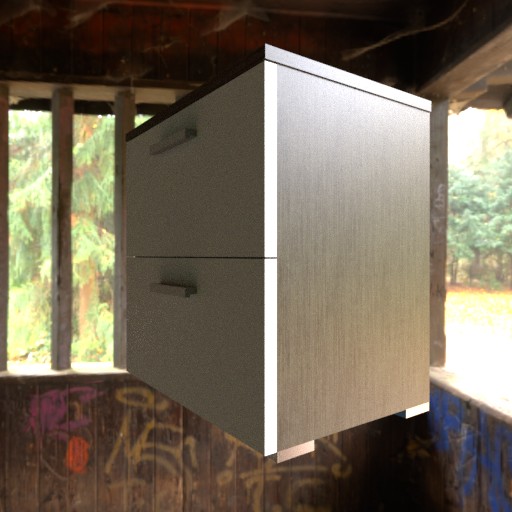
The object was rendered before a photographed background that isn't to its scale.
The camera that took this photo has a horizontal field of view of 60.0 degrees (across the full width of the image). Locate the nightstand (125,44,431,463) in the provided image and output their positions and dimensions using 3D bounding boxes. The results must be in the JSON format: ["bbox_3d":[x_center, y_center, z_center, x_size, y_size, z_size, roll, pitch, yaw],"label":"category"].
[{"bbox_3d":[0.000,0.000,0.744,0.325,0.460,0.441,0,0,-36],"label":"nightstand"}]
